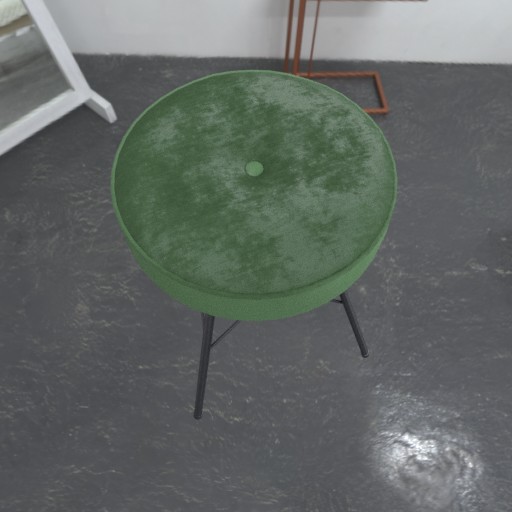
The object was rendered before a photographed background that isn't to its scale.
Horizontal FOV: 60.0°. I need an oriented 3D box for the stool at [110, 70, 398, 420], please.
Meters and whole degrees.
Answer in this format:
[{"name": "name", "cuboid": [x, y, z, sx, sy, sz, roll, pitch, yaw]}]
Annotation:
[{"name": "stool", "cuboid": [0.000, 0.000, 0.907, 0.457, 0.595, 0.430, -17, 63, -9]}]
